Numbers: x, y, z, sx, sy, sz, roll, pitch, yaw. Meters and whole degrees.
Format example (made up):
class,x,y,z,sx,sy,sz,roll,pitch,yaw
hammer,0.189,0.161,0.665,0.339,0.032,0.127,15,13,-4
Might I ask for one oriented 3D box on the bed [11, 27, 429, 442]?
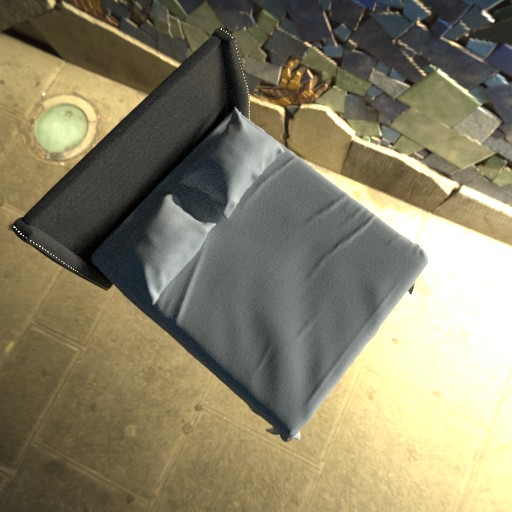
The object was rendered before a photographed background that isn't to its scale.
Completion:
class,x,y,z,sx,sy,sz,roll,pitch,yaw
bed,0.000,0.000,3.263,2.276,1.332,1.925,39,78,10
